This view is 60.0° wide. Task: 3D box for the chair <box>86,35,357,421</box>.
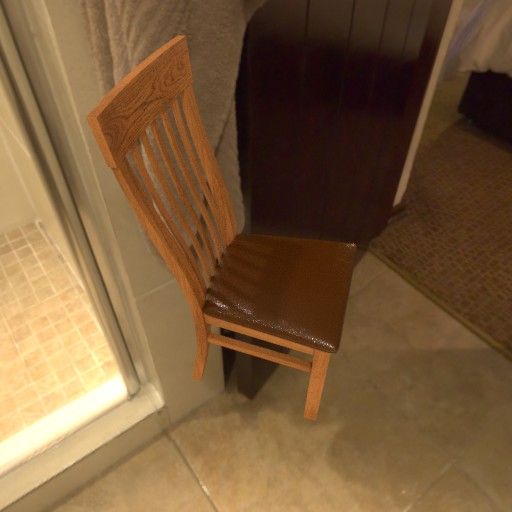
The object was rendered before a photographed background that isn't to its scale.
[{"bbox_3d":[0.000,0.000,1.325,0.580,1.050,0.450,12,47,11],"label":"chair"}]
